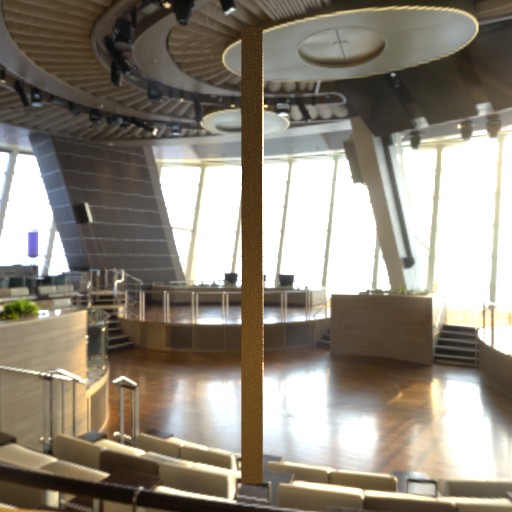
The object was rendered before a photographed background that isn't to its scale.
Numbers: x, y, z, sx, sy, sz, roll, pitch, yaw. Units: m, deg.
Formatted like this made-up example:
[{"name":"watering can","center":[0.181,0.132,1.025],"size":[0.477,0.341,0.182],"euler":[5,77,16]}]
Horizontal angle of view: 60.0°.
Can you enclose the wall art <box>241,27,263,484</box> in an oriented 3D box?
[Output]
[{"name":"wall art","center":[0.000,0.000,1.127],"size":[0.036,0.765,0.767],"euler":[0,0,1]}]
